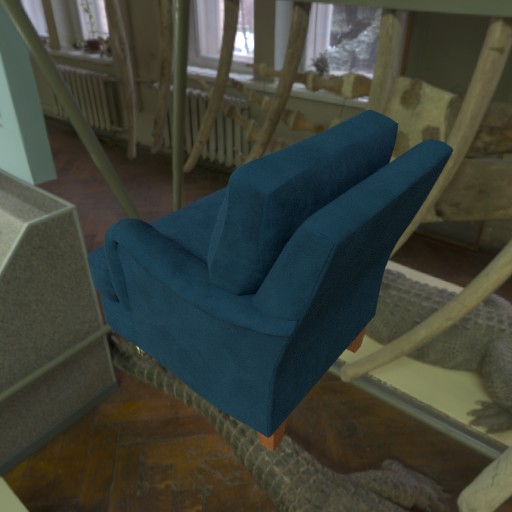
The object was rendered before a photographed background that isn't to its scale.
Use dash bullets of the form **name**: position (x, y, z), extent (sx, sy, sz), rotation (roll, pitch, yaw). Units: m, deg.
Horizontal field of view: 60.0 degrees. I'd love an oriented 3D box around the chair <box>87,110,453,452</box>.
- **chair**: position (0.000, 0.000, 1.753), extent (1.078, 1.076, 0.895), rotation (23, 39, 31)
